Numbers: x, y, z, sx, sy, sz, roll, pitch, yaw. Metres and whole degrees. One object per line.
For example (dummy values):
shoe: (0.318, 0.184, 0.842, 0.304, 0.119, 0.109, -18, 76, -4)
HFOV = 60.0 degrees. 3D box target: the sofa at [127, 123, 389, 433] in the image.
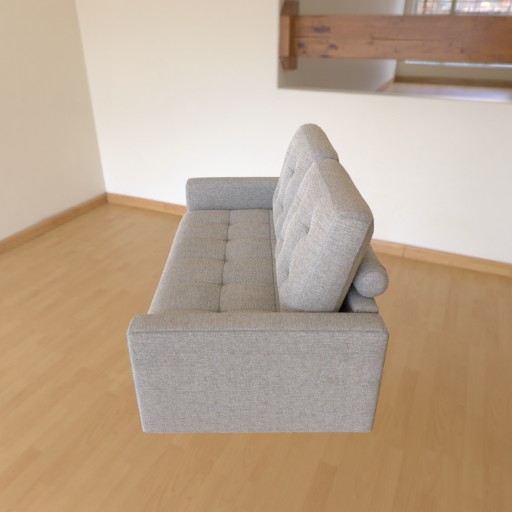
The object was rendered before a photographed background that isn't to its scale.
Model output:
sofa: (0.000, 0.000, 1.962, 0.842, 0.907, 1.407, 0, 29, 0)
